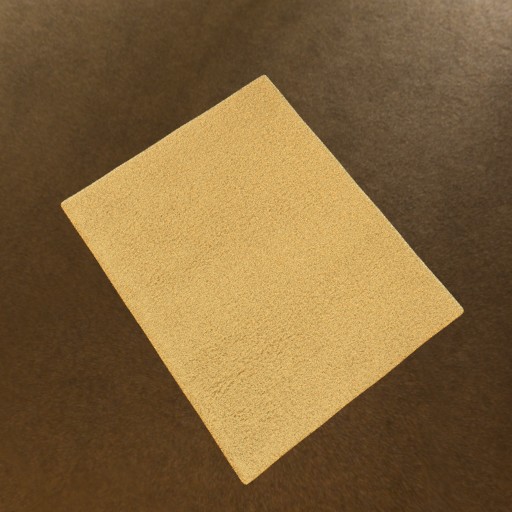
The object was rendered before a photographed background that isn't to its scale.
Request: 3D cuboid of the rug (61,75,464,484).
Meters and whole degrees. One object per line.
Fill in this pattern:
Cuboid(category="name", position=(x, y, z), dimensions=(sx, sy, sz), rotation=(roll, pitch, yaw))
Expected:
Cuboid(category="rug", position=(0.000, 0.000, 4.120), dimensions=(2.438, 0.029, 3.047), rotation=(-35, 78, -8))
